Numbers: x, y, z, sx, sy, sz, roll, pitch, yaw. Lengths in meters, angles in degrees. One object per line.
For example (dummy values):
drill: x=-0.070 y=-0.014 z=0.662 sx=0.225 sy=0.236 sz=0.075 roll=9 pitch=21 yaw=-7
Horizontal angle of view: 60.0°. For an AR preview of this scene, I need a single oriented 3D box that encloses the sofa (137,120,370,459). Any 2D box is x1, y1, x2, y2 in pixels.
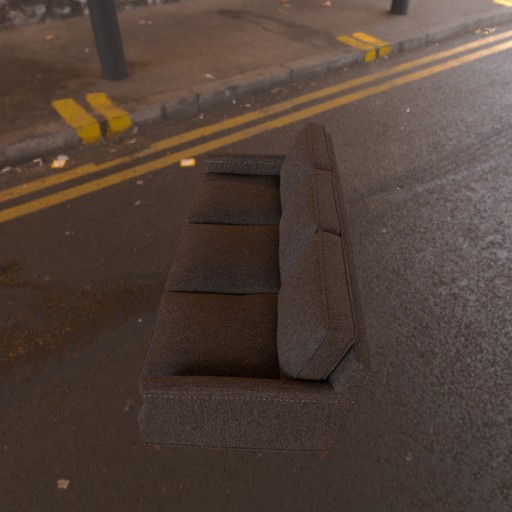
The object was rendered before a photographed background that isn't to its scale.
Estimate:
sofa: x=0.000 y=0.000 z=2.886 sx=1.084 sy=1.003 sz=2.246 roll=2 pitch=41 yaw=2
